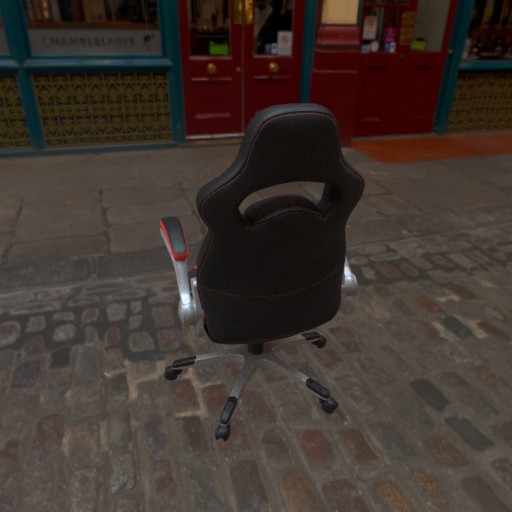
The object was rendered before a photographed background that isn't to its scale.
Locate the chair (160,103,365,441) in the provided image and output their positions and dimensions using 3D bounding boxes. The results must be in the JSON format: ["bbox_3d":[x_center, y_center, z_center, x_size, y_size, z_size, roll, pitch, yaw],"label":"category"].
[{"bbox_3d":[0.000,0.000,1.642,0.758,1.165,0.712,-8,28,-16],"label":"chair"}]
